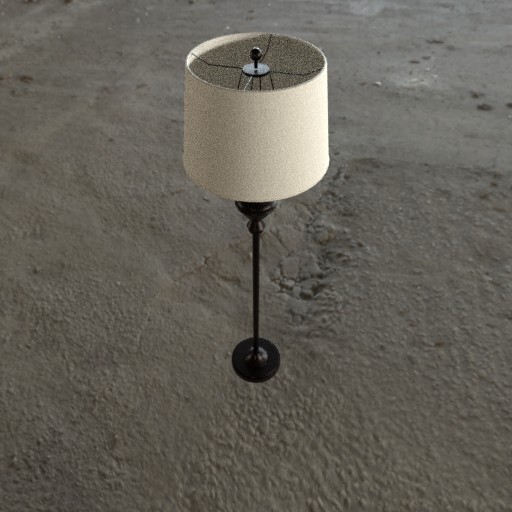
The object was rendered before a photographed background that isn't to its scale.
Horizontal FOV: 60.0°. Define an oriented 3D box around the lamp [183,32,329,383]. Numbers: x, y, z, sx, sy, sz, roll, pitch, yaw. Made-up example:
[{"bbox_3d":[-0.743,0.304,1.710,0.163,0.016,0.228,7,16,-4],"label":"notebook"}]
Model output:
[{"bbox_3d":[0.000,0.000,1.627,0.431,1.484,0.431,0,47,0],"label":"lamp"}]
